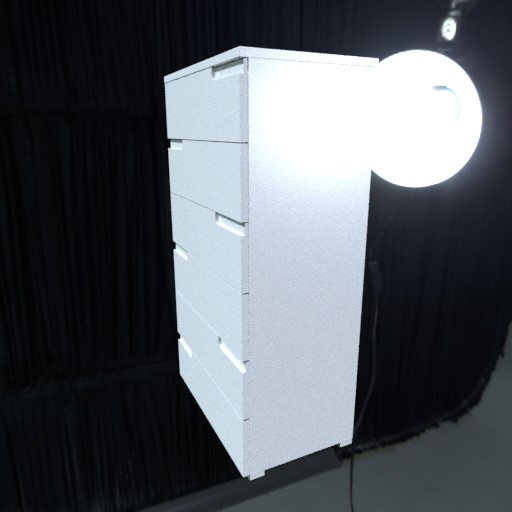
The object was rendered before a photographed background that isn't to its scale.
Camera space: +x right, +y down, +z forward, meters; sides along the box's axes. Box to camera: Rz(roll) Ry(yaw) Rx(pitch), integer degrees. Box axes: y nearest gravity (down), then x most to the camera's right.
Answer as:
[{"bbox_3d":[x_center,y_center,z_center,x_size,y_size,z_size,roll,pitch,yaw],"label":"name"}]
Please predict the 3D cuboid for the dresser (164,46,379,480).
[{"bbox_3d":[0.000,0.000,1.518,0.400,1.190,0.650,-8,17,-25],"label":"dresser"}]
